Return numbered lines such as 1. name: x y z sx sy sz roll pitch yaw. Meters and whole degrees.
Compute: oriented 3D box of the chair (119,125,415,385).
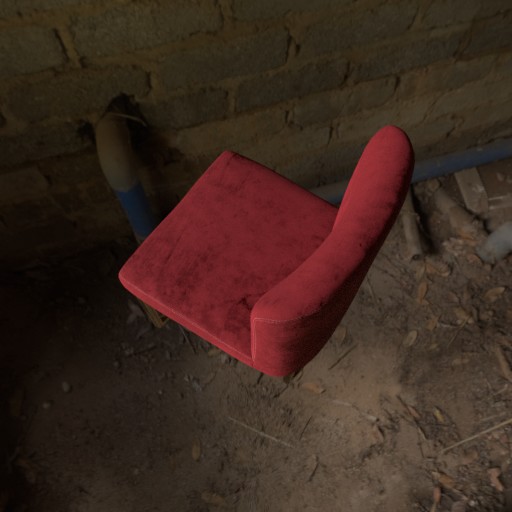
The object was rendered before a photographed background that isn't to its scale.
1. chair: 0.000 0.000 1.203 0.560 0.824 0.530 31 67 14
